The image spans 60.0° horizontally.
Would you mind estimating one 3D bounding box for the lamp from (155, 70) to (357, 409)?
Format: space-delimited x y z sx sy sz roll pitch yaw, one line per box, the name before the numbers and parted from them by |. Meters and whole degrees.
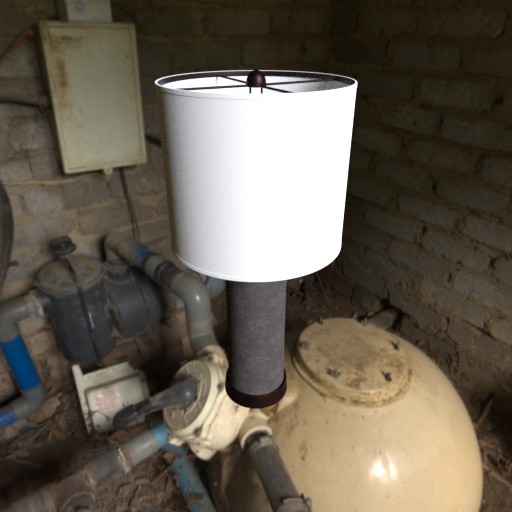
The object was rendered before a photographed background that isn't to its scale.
lamp | 0.000 0.000 0.811 0.301 0.630 0.301 8 29 15
